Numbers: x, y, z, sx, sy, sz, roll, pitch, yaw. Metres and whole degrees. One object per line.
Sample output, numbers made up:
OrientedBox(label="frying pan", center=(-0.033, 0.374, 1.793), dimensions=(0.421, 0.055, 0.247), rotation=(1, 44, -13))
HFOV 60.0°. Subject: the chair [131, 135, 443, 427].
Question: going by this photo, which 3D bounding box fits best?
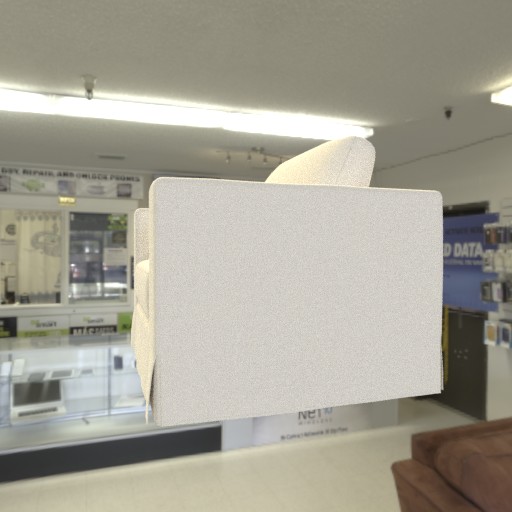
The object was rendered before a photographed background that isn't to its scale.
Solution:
OrientedBox(label="chair", center=(0.000, 0.000, 1.827), dimensions=(0.957, 0.878, 1.150), rotation=(0, 1, -18))
